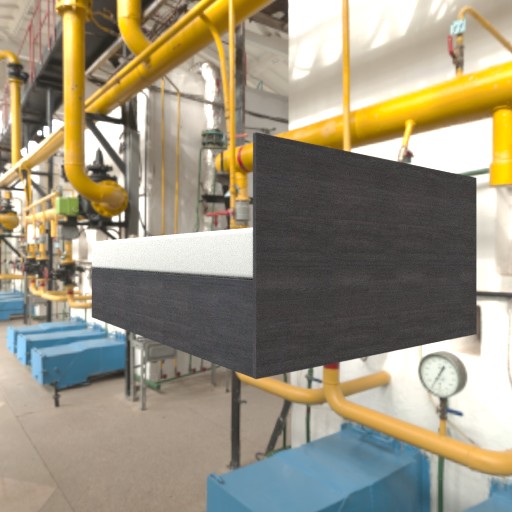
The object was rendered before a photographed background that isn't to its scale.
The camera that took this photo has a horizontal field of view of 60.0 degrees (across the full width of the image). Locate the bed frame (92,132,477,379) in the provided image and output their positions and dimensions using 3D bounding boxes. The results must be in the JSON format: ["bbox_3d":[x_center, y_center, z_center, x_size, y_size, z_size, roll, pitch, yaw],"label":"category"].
[{"bbox_3d":[0.000,0.000,2.614,1.400,0.800,1.900,0,0,-36],"label":"bed frame"}]
